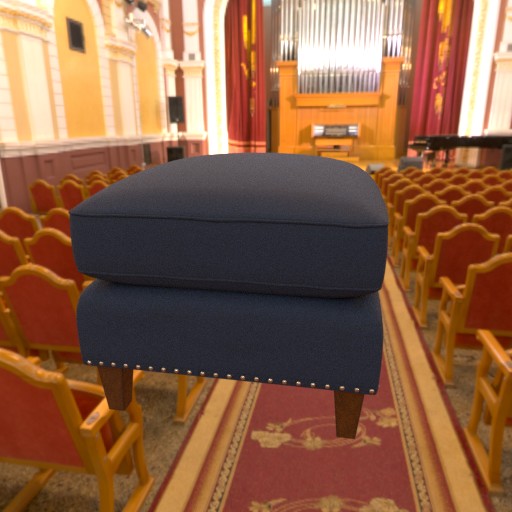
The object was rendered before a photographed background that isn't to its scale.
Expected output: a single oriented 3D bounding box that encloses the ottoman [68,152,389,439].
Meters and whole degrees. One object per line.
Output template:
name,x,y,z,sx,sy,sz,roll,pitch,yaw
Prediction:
ottoman,0.000,0.000,1.141,0.584,0.513,0.741,3,17,10
